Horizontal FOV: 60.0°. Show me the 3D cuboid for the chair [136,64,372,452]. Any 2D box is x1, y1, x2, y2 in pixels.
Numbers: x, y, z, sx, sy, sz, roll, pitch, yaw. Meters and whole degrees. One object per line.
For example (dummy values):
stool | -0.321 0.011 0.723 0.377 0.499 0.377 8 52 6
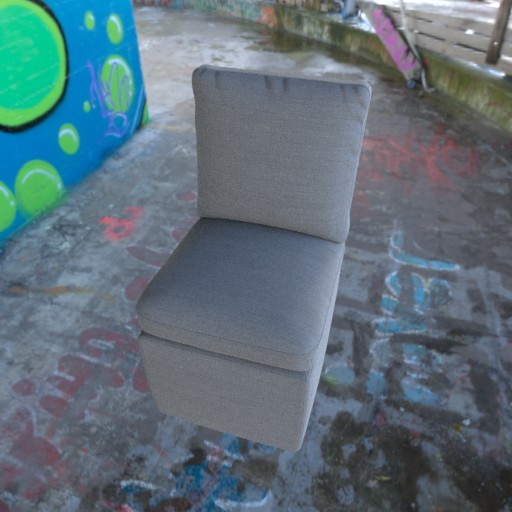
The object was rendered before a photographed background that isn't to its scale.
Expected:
chair | 0.000 0.000 1.325 0.503 0.927 0.698 11 42 13
